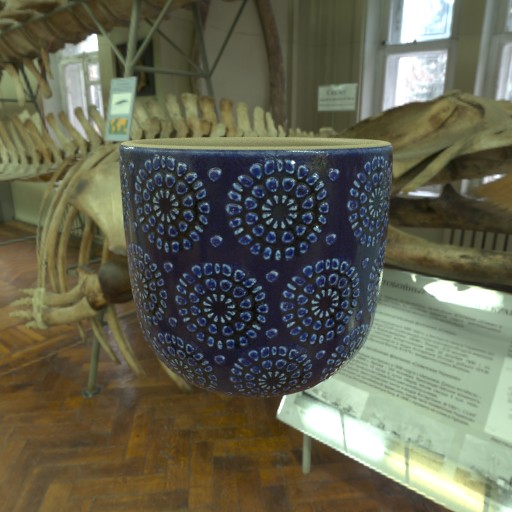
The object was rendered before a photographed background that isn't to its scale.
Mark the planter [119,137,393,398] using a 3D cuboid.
[{"bbox_3d":[0.000,0.000,0.296,0.165,0.149,0.165,0,17,0],"label":"planter"}]
